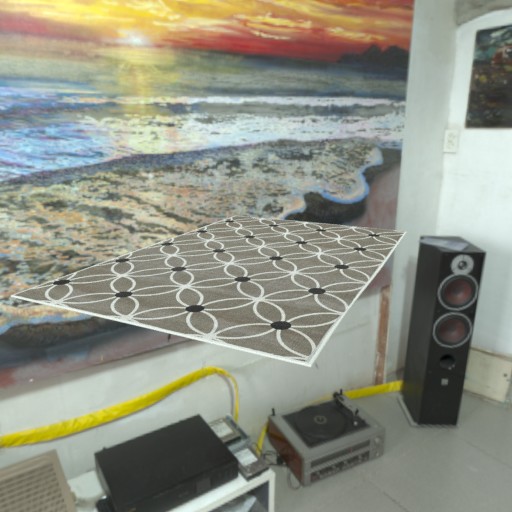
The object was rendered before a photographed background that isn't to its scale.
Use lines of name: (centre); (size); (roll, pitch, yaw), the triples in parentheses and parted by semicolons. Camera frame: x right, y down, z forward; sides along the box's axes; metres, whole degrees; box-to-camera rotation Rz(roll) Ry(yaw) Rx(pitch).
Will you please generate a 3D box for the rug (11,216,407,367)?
rug: (0.000, 0.000, 2.794); (1.522, 0.008, 2.284); (8, 18, 25)
